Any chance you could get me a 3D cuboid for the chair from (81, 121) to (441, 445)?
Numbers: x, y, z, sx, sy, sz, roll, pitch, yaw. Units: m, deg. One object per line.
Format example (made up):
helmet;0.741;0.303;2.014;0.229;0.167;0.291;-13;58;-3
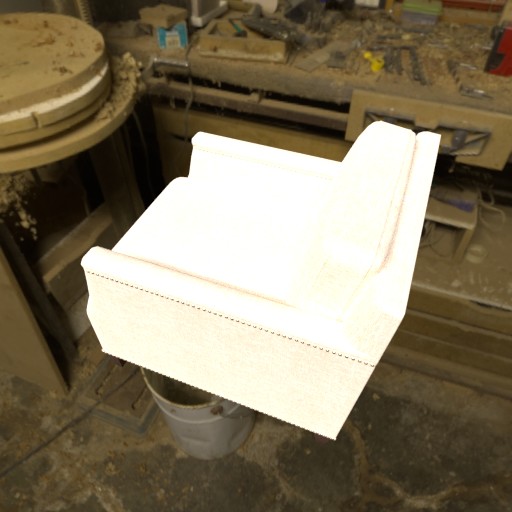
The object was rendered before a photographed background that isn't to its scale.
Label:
chair;0.000;0.000;1.679;1.041;0.940;0.838;16;48;15
